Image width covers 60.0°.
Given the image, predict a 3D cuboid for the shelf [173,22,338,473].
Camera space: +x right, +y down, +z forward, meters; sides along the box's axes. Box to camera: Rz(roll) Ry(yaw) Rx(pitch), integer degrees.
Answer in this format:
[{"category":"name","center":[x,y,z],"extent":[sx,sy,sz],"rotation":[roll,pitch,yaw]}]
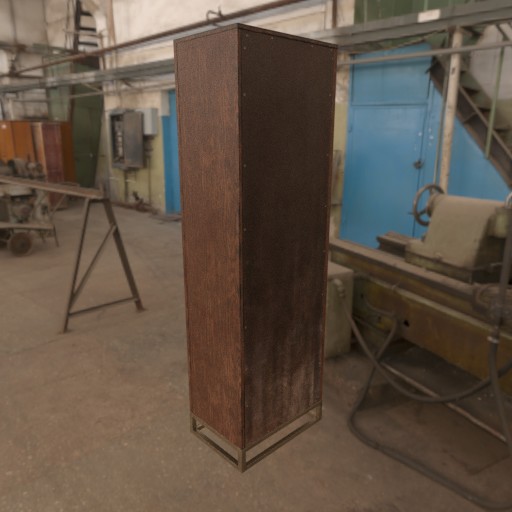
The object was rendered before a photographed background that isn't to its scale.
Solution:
[{"category":"shelf","center":[0.000,0.000,1.964],"extent":[0.539,1.732,0.395],"rotation":[-14,21,-41]}]
